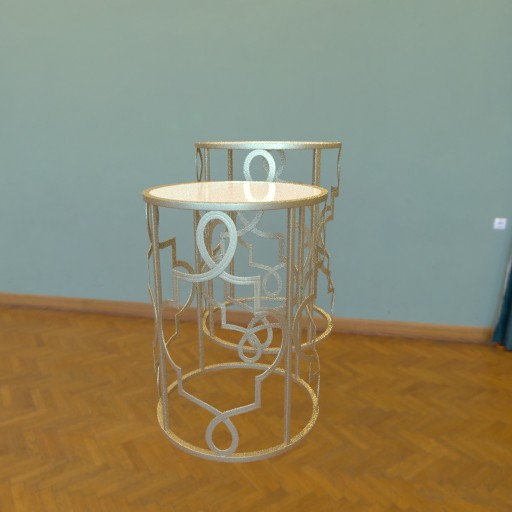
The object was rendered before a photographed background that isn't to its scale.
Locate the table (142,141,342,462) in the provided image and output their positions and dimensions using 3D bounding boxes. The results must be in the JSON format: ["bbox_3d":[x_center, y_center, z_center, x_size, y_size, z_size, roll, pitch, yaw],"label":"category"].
[{"bbox_3d":[0.000,0.000,1.152,0.420,0.564,0.846,2,16,9],"label":"table"}]
